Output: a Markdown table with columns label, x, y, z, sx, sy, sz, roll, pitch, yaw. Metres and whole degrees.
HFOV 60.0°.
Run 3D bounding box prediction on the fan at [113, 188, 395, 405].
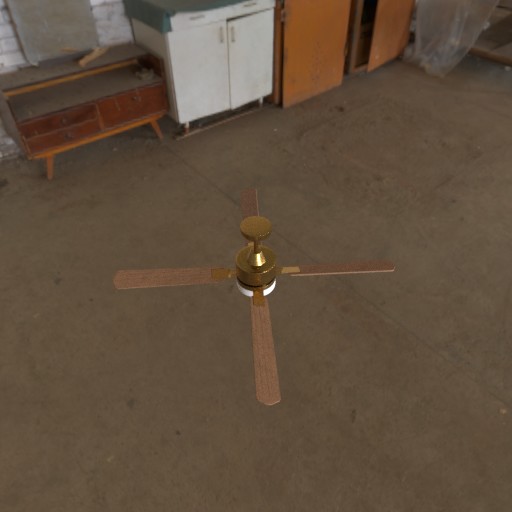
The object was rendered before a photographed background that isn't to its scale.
| label | x | y | z | sx | sy | sz | roll | pitch | yaw |
| --- | --- | --- | --- | --- | --- | --- | --- | --- | --- |
| fan | 0.000 | 0.000 | 1.998 | 1.320 | 0.355 | 1.320 | -3 | 45 | -3 |
